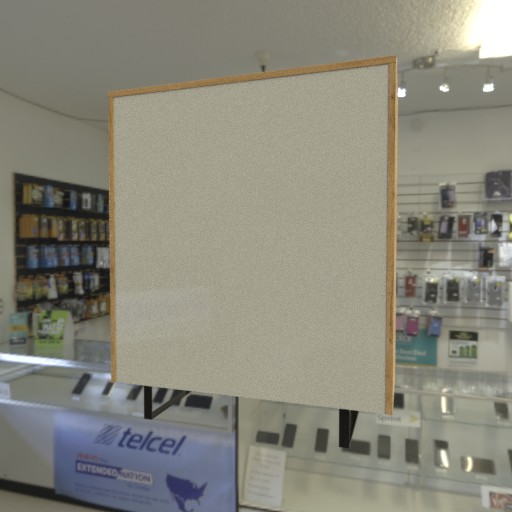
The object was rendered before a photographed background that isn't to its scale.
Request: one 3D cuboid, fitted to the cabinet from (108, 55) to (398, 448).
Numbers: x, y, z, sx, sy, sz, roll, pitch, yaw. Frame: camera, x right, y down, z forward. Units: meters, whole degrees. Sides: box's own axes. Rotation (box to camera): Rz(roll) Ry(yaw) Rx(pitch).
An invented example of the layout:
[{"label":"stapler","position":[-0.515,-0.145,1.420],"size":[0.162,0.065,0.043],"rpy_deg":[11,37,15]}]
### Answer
[{"label":"cabinet","position":[0.000,0.000,1.942],"size":[1.168,1.397,0.473],"rpy_deg":[1,2,18]}]
